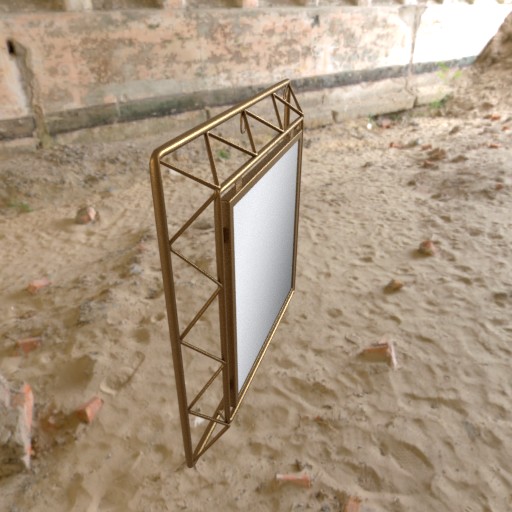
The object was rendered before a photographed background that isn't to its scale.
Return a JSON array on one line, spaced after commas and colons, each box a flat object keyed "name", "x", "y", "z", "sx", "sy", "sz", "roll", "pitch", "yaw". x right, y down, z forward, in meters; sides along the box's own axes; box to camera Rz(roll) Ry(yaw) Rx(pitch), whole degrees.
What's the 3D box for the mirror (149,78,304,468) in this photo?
[{"name": "mirror", "x": 0.000, "y": 0.000, "z": 0.625, "sx": 0.046, "sy": 0.414, "sz": 0.416, "roll": 10, "pitch": 32, "yaw": 17}]
